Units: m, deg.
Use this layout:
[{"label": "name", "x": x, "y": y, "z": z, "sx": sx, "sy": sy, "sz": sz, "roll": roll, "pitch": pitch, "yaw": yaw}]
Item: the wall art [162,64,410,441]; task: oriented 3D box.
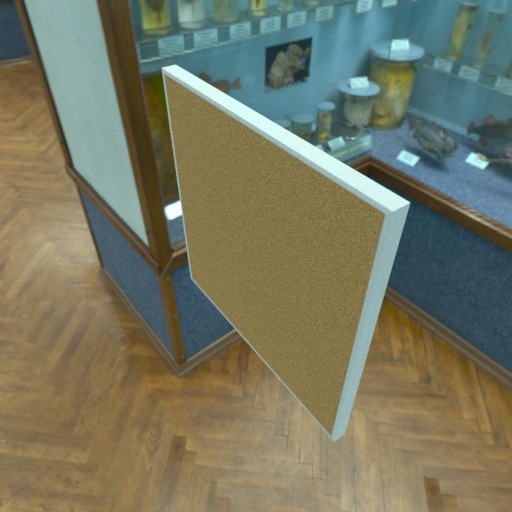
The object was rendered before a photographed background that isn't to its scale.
[{"label": "wall art", "x": 0.000, "y": 0.000, "z": 1.174, "sx": 0.041, "sy": 0.765, "sz": 0.768, "roll": -26, "pitch": 48, "yaw": -26}]
